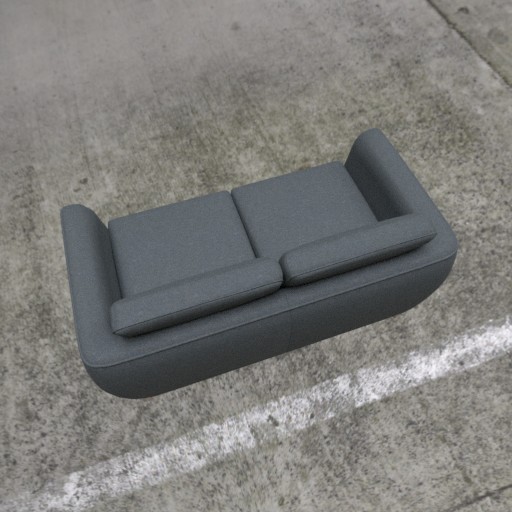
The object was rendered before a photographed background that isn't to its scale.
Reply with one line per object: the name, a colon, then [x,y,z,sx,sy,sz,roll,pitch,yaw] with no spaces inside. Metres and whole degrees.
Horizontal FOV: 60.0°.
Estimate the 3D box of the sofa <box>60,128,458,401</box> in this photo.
sofa: [0.000,0.000,2.185,1.700,0.850,0.920,-16,60,-10]
